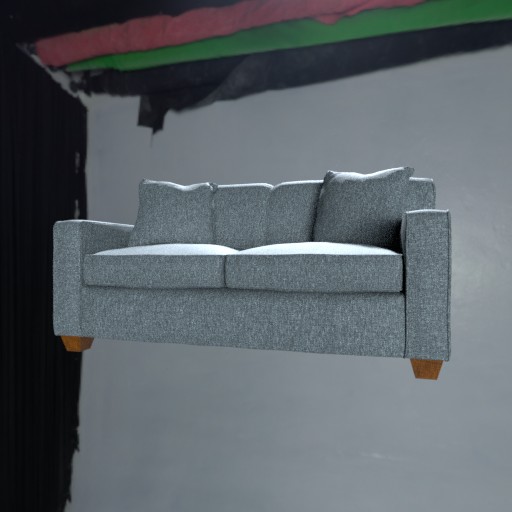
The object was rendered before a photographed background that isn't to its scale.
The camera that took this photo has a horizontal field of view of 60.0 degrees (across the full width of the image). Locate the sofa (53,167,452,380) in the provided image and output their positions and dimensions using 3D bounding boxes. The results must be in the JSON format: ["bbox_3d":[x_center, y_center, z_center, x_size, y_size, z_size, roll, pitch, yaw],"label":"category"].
[{"bbox_3d":[0.000,0.000,2.367,1.846,0.958,0.998,0,0,18],"label":"sofa"}]
